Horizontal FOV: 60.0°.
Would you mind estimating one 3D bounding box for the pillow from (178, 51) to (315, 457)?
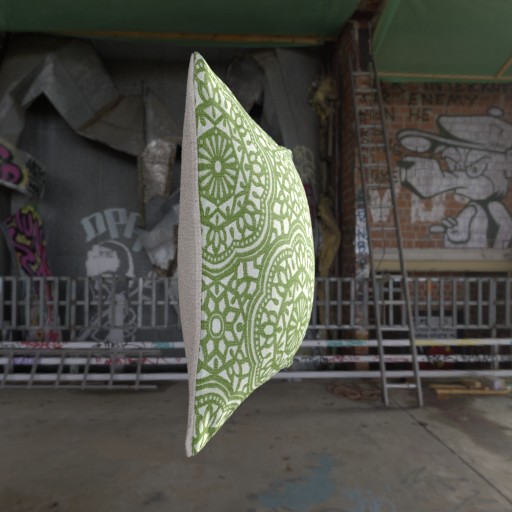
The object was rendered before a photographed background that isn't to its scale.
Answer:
[{"bbox_3d":[0.000,0.000,0.661,0.162,0.419,0.440,0,-1,17],"label":"pillow"}]
